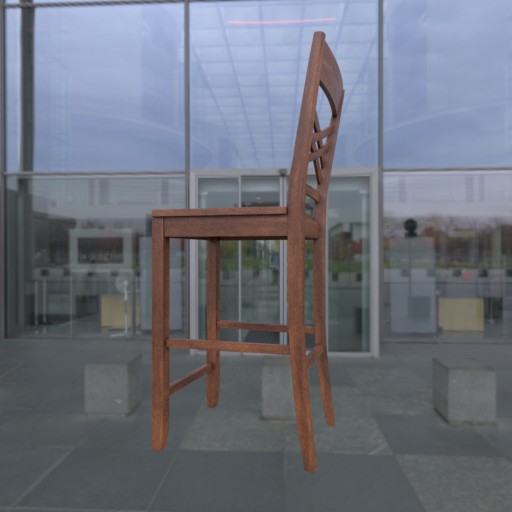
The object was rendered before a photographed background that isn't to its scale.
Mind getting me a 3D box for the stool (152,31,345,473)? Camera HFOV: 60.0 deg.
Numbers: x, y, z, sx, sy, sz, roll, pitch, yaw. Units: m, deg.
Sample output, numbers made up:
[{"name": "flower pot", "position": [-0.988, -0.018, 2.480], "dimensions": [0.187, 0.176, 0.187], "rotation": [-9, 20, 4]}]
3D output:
[{"name": "stool", "position": [0.000, 0.000, 1.350], "dimensions": [0.504, 1.098, 0.426], "rotation": [0, 0, 18]}]
